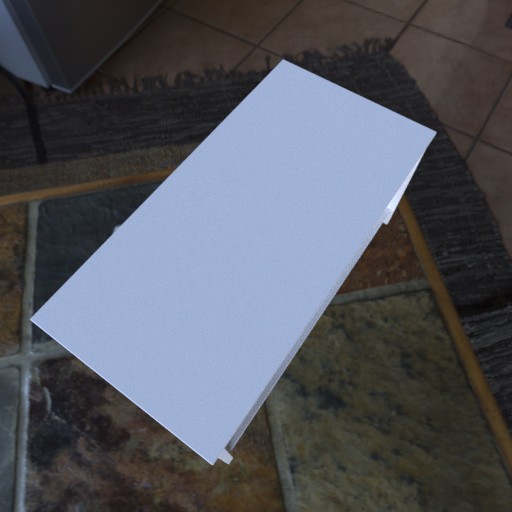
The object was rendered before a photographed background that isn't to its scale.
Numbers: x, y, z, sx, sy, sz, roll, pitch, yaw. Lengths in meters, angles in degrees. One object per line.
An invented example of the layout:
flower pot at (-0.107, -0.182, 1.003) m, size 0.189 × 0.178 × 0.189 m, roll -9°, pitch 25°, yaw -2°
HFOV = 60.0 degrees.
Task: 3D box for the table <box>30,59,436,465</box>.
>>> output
table at (0.000, 0.000, 1.280) m, size 0.500 × 0.441 × 1.000 m, roll 32°, pitch 67°, yaw 15°
